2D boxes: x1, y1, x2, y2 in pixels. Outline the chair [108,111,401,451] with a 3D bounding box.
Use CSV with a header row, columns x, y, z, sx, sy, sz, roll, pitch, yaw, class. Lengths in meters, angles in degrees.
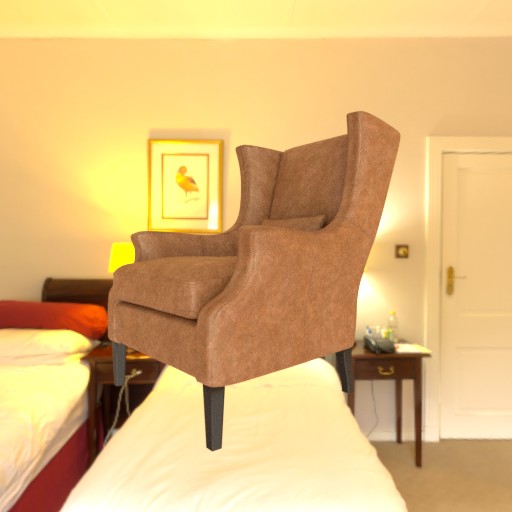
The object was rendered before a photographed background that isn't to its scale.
x,y,z,sx,sy,sz,roll,pitch,yaw,class
0.000,0.000,1.718,0.926,1.016,0.853,-1,2,-38,chair
